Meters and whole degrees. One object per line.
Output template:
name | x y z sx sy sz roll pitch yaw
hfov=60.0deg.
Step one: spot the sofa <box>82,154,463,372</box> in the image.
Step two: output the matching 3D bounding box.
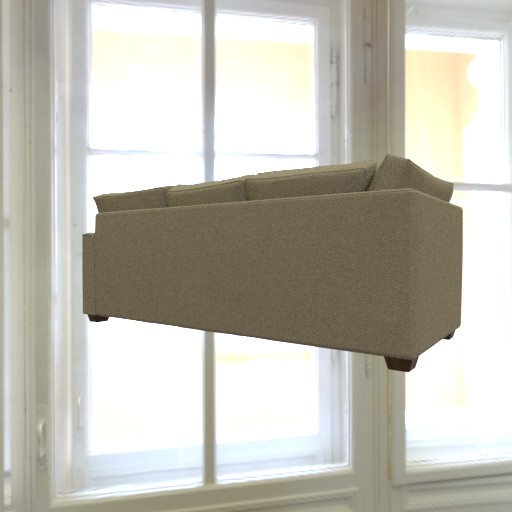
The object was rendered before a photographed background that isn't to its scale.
sofa | 0.000 0.000 2.893 2.323 0.948 1.053 1 1 36
